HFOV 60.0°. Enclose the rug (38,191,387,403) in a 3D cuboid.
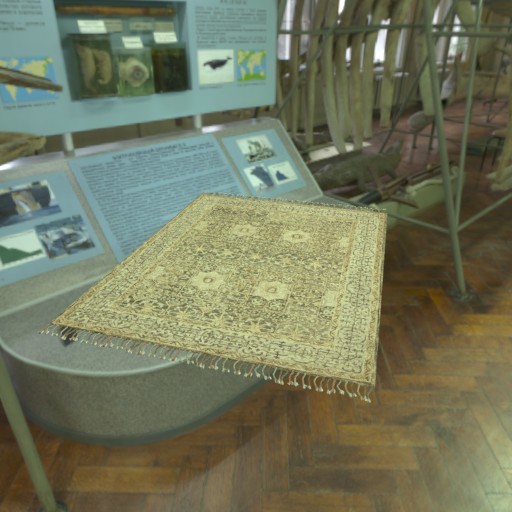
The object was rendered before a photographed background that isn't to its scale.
[{"bbox_3d":[0.000,0.000,4.372,2.431,0.017,3.291,8,29,14],"label":"rug"}]
